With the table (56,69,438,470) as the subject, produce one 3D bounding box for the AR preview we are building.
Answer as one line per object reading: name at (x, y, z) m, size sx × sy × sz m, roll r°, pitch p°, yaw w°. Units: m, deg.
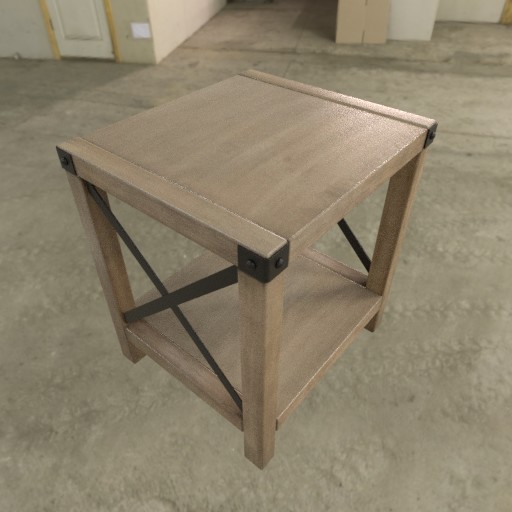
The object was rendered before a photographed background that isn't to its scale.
table at (0.000, 0.000, 0.941) m, size 0.459 × 0.561 × 0.510 m, roll 28°, pitch 48°, yaw 29°
